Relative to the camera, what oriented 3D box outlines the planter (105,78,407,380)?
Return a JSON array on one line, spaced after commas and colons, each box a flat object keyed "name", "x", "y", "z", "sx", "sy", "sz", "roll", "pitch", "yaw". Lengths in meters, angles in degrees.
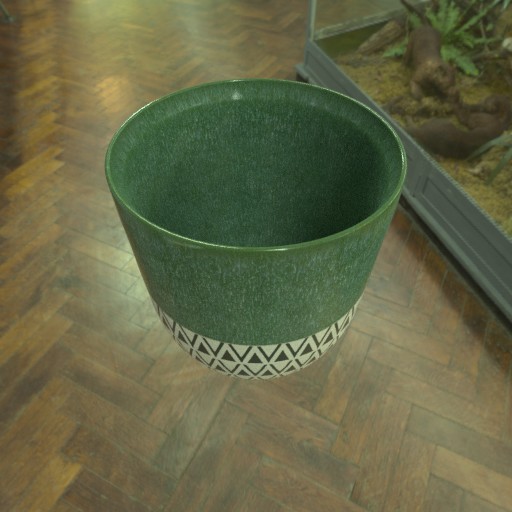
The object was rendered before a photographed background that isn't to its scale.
[{"name": "planter", "x": 0.000, "y": 0.000, "z": 0.370, "sx": 0.195, "sy": 0.214, "sz": 0.195, "roll": 0, "pitch": 47, "yaw": 0}]
